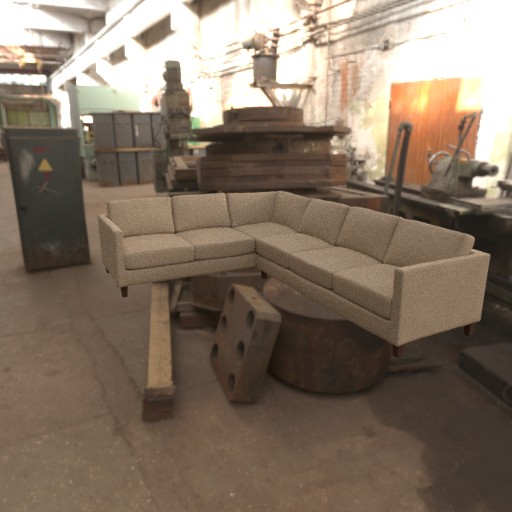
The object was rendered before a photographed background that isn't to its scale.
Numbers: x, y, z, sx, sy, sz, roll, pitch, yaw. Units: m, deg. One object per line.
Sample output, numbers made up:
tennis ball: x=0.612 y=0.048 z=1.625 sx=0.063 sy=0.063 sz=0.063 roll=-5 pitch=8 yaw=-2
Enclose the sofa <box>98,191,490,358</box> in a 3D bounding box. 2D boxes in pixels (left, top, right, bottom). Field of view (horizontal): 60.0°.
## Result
sofa: x=0.000 y=0.000 z=4.276 sx=2.432 sy=0.863 sz=3.182 roll=-8 pitch=18 yaw=-26
